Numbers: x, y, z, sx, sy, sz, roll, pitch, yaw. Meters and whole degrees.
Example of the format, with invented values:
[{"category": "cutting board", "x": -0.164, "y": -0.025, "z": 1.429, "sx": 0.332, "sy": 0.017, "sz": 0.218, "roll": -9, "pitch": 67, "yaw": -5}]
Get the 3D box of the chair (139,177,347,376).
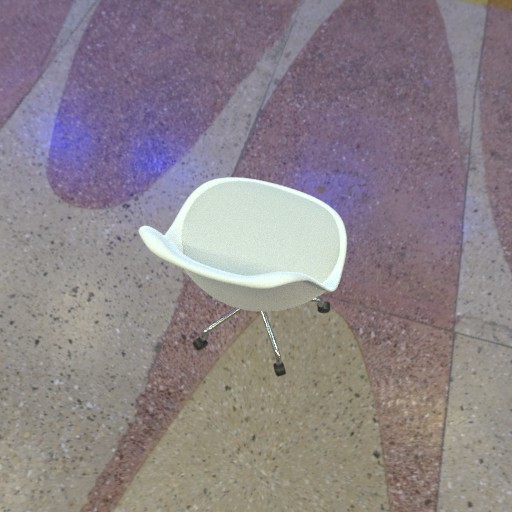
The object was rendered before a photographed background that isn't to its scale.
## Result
[{"category": "chair", "x": 0.000, "y": 0.000, "z": 1.300, "sx": 0.550, "sy": 0.930, "sz": 0.550, "roll": 17, "pitch": 65, "yaw": 8}]
